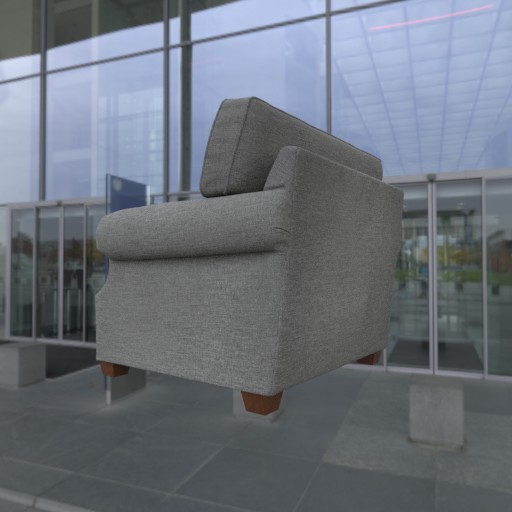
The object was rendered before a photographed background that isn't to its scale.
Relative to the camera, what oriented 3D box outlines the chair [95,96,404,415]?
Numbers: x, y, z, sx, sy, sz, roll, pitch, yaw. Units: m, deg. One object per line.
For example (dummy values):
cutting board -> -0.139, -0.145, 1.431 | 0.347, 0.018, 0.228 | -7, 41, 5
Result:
chair -> 0.000, 0.000, 1.880 | 0.965, 0.961, 1.092 | -1, -1, 37
